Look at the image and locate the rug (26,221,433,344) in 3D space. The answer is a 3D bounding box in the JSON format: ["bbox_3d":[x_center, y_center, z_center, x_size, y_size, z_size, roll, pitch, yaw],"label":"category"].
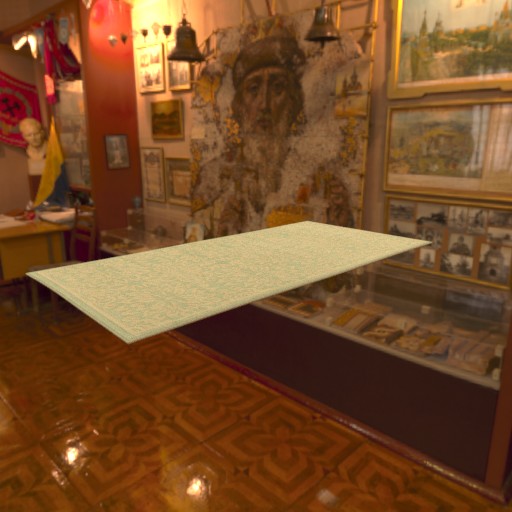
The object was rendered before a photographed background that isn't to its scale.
[{"bbox_3d":[0.000,0.000,1.436,1.219,0.007,0.604,-13,20,-42],"label":"rug"}]
